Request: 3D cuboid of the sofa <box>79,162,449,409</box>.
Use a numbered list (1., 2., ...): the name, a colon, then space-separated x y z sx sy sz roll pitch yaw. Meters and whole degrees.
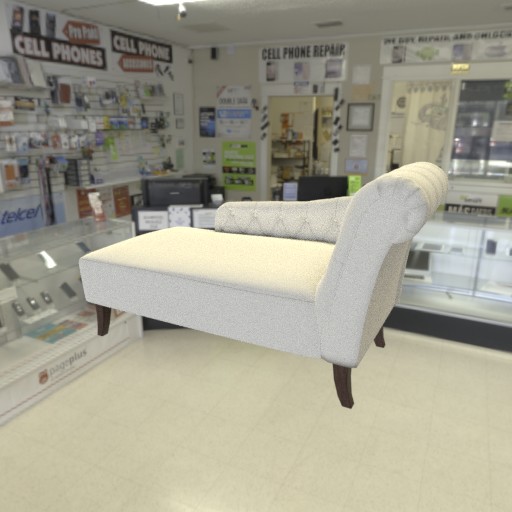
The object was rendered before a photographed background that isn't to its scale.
1. sofa: 0.000 0.000 1.853 1.379 0.787 0.675 9 19 27
